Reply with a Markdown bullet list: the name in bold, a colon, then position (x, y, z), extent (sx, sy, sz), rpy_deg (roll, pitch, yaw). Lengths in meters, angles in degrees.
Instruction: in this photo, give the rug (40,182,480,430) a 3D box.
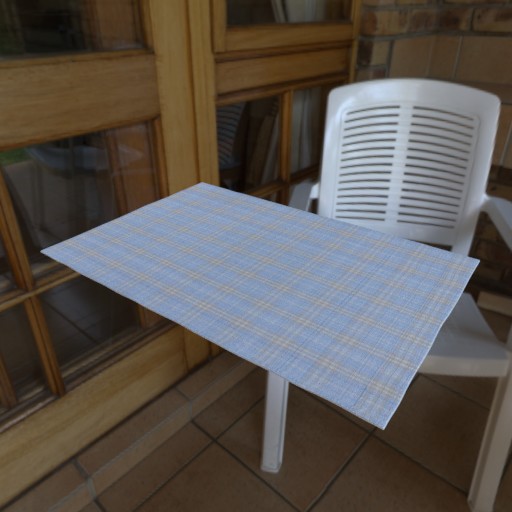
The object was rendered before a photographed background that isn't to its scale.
- **rug**: position (0.000, 0.000, 2.213), extent (1.835, 0.012, 1.231), rpy_deg (20, 36, 31)
